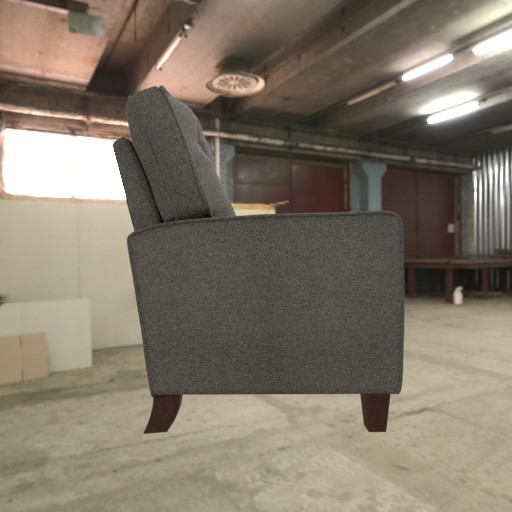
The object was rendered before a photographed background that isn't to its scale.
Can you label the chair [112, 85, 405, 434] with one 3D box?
[{"bbox_3d":[0.000,0.000,1.408,0.775,0.889,0.650,0,1,-1],"label":"chair"}]
